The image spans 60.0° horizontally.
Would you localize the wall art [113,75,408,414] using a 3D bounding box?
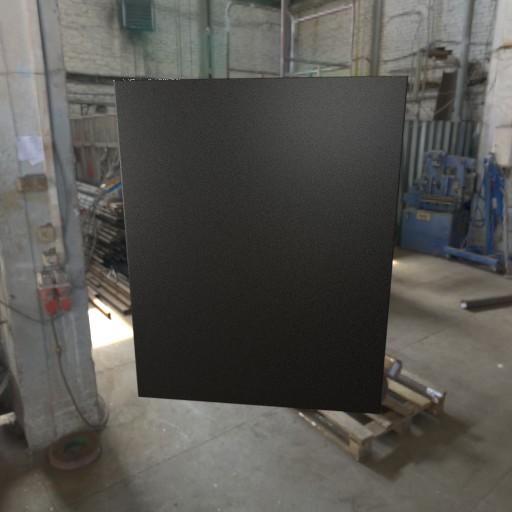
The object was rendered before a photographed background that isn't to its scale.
[{"bbox_3d":[0.000,0.000,1.597,0.950,1.194,0.053,2,15,7],"label":"wall art"}]
